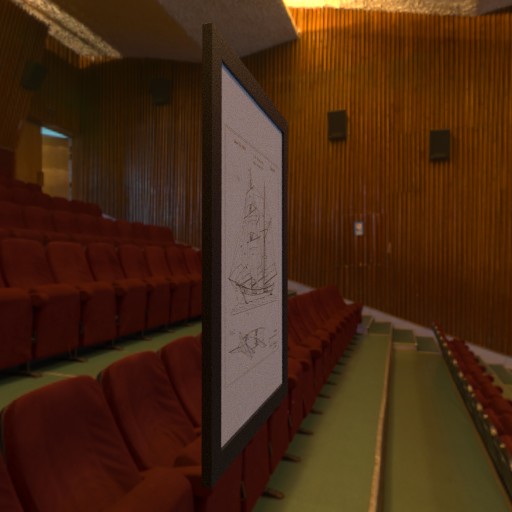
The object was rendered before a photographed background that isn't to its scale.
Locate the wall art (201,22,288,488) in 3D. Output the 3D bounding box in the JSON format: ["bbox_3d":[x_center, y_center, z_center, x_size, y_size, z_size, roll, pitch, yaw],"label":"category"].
[{"bbox_3d":[0.000,0.000,0.690,0.013,0.534,0.381,0,-1,17],"label":"wall art"}]
